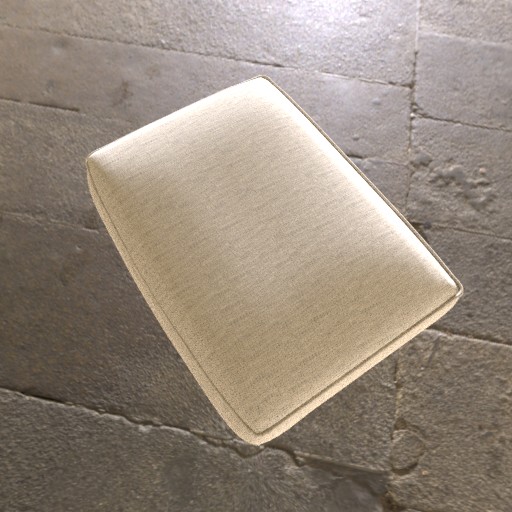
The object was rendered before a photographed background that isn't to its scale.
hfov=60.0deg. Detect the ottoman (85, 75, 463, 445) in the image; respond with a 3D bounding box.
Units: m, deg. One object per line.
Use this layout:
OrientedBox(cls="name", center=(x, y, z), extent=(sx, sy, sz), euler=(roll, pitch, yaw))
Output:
OrientedBox(cls="ottoman", center=(0.000, 0.000, 1.167), extent=(0.594, 0.465, 0.794), euler=(-31, 68, -14))
